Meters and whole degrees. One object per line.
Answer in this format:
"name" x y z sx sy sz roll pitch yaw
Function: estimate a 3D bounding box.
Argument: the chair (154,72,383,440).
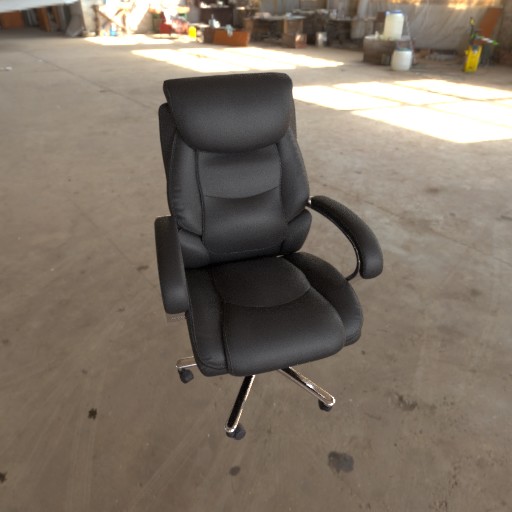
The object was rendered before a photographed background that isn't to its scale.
"chair" 0.000 0.000 1.682 0.755 1.183 0.790 -9 33 -15
